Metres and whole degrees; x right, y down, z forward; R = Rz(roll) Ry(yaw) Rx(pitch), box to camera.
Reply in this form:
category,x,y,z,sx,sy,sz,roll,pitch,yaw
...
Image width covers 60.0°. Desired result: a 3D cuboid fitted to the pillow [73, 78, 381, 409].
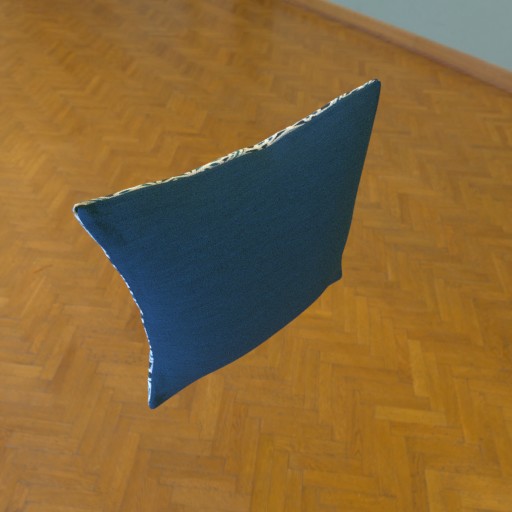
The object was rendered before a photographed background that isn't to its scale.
category,x,y,z,sx,sy,sz,roll,pitch,yaw
pillow,0.000,0.000,0.653,0.440,0.420,0.145,-31,54,-26
